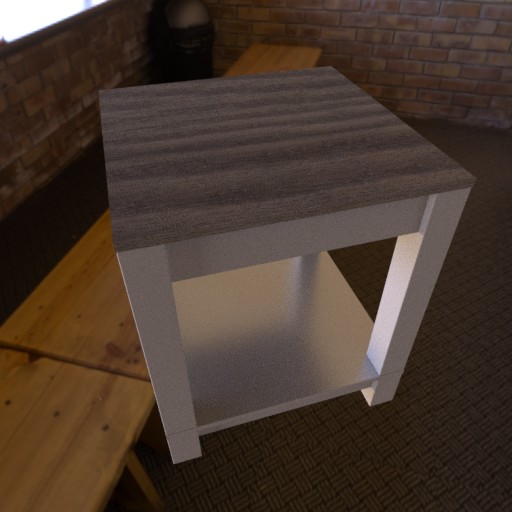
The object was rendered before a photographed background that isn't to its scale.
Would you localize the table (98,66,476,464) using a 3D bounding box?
[{"bbox_3d":[0.000,0.000,0.953,0.506,0.587,0.504,-11,42,-13],"label":"table"}]
